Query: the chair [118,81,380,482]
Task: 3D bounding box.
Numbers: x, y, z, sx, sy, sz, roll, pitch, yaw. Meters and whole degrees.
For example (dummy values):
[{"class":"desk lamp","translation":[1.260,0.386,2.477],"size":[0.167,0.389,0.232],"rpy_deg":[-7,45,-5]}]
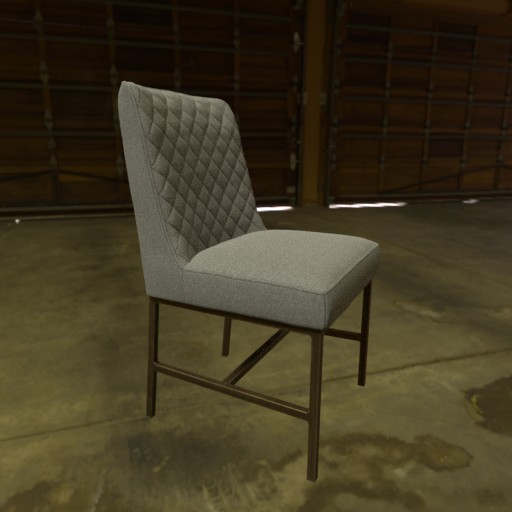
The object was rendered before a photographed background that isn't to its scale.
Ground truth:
[{"class":"chair","translation":[0.000,0.000,1.221],"size":[0.587,0.889,0.508],"rpy_deg":[7,16,26]}]
